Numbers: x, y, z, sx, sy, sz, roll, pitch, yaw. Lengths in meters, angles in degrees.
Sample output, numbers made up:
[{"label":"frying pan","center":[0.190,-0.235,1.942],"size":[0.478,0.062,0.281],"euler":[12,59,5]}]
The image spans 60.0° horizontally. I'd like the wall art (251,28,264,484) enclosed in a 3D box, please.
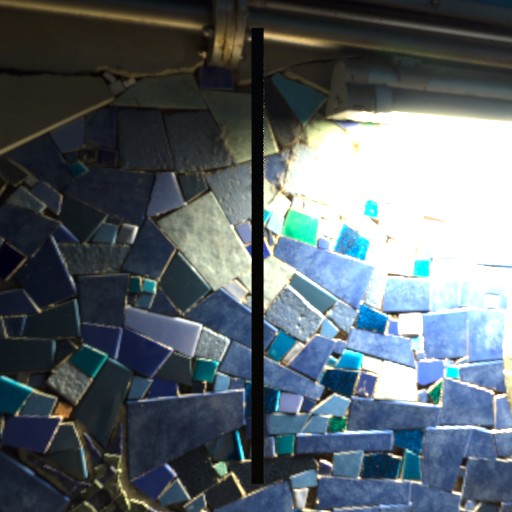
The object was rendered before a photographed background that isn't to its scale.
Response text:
[{"label":"wall art","center":[0.000,0.000,1.188],"size":[0.022,0.807,0.807],"euler":[0,0,0]}]
